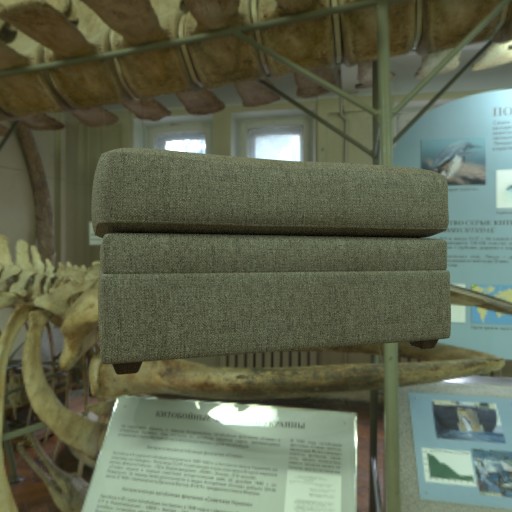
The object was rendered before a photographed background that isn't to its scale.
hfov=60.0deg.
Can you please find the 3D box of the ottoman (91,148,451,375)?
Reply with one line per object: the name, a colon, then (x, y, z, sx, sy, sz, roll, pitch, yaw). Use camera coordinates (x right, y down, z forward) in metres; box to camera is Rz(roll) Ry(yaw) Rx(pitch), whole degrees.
ottoman: (0.000, 0.000, 1.272, 0.885, 0.478, 0.637, 0, 0, -19)
